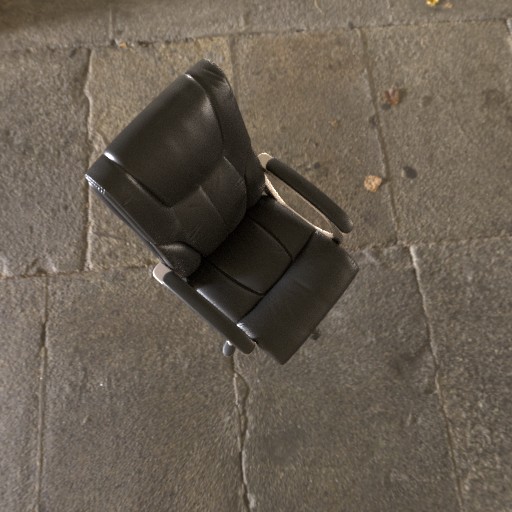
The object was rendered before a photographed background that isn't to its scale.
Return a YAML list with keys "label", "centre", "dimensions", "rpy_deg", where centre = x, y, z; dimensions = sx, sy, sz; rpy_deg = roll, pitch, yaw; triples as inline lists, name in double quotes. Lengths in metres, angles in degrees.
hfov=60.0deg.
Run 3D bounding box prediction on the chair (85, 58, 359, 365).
- label: "chair"
  centre: [0.000, 0.000, 1.630]
  dimensions: [0.780, 1.145, 0.700]
  rpy_deg: [39, 78, 10]
